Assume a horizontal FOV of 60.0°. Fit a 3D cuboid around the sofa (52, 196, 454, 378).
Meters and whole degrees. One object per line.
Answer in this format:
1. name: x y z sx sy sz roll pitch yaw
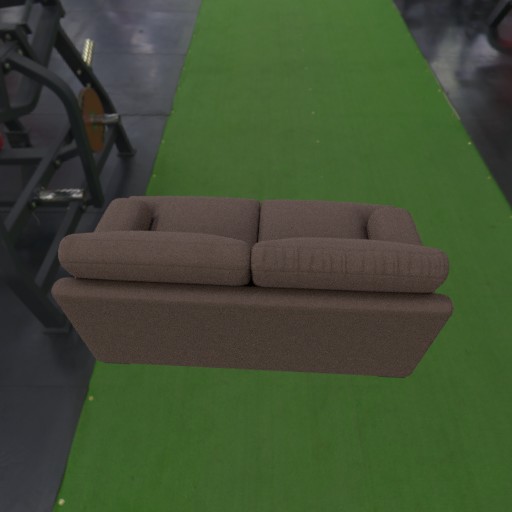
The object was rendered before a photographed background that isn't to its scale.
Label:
1. sofa: 0.000 0.000 2.554 1.869 0.950 1.140 2 47 2
